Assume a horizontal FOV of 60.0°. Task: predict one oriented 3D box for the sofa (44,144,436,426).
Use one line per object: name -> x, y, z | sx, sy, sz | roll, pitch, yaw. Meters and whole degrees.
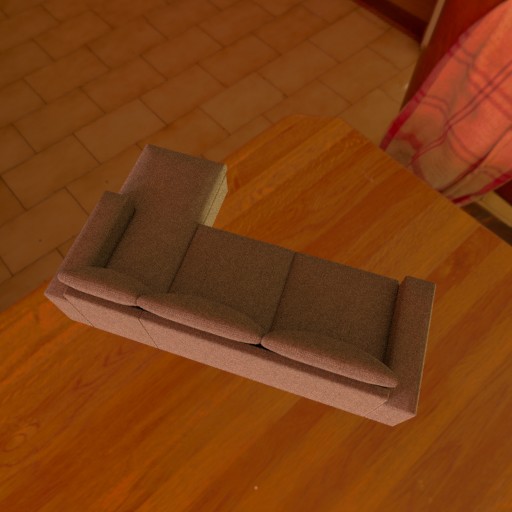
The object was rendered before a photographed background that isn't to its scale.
sofa -> 0.000, 0.000, 3.516 | 2.718, 0.940, 1.689 | 16, 64, 8
